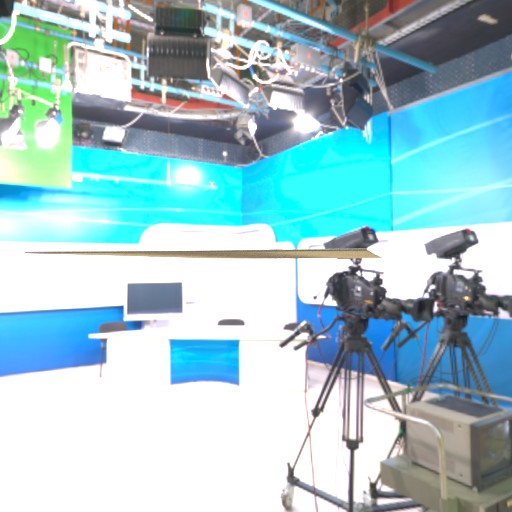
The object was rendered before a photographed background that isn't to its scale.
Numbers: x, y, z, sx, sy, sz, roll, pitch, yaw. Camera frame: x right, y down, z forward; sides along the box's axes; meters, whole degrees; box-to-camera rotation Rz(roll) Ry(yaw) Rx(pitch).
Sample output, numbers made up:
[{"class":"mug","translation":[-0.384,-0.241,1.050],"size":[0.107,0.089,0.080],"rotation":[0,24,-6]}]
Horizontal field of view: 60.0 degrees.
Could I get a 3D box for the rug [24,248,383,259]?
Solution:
[{"class":"rug","translation":[0.000,0.000,2.306],"size":[1.226,0.007,1.815],"rotation":[0,-1,17]}]
